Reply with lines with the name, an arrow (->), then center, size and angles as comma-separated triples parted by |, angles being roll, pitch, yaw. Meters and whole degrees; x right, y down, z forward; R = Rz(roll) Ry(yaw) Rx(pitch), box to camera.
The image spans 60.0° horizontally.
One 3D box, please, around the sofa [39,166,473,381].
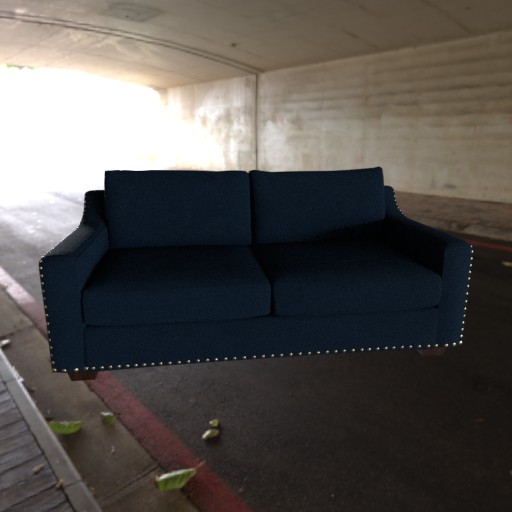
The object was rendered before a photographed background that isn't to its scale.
sofa -> 0.000, 0.000, 2.629 | 2.107, 0.983, 1.104 | -2, 16, -8
